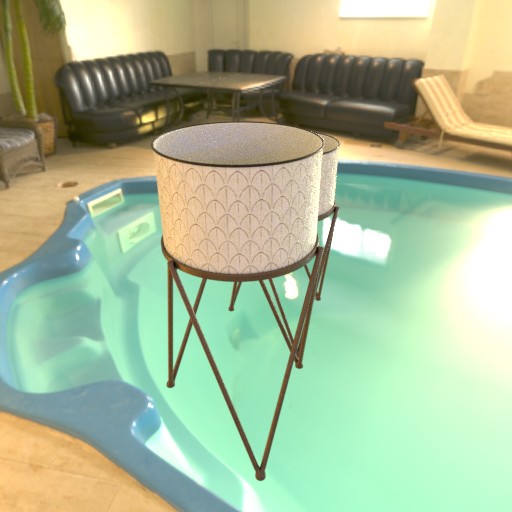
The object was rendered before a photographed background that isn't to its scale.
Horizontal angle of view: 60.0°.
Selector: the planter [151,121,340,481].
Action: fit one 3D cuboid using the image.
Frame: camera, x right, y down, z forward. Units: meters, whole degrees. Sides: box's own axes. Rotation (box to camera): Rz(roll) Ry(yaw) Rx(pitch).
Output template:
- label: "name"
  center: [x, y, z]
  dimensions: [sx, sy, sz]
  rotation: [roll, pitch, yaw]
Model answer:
- label: "planter"
  center: [0.000, 0.000, 1.187]
  dimensions: [0.413, 0.712, 0.769]
  rotation: [9, 30, 16]
